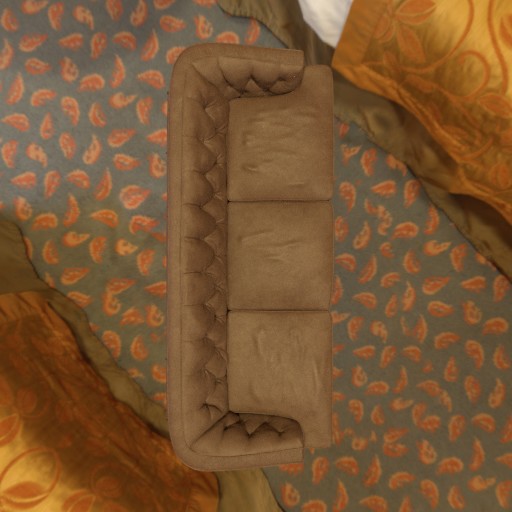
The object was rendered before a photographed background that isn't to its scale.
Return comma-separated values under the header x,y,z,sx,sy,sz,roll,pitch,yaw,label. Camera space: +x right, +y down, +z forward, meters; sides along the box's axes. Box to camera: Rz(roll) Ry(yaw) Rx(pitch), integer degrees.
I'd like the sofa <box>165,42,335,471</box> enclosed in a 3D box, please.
x,y,z,sx,sy,sz,roll,pitch,yaw,label
0.000,0.000,2.610,0.927,0.787,2.227,0,89,0,sofa
